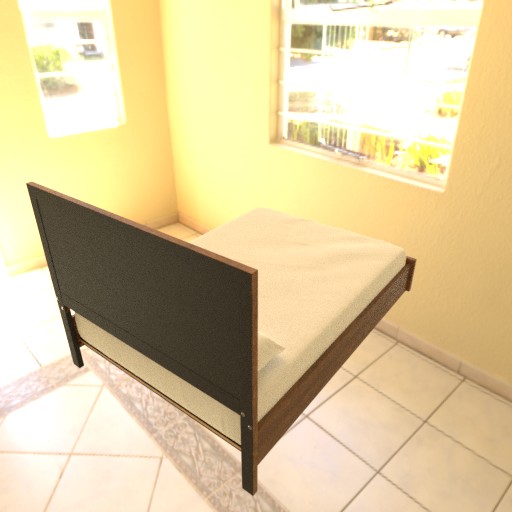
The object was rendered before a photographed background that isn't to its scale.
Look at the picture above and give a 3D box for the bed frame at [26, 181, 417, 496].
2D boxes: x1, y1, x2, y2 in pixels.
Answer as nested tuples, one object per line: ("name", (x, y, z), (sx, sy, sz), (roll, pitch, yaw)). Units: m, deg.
("bed frame", (0.000, 0.000, 3.303), (1.696, 1.417, 2.276), (20, 35, 32))
